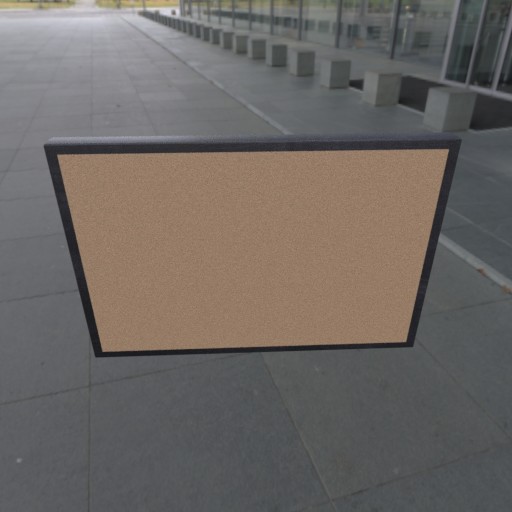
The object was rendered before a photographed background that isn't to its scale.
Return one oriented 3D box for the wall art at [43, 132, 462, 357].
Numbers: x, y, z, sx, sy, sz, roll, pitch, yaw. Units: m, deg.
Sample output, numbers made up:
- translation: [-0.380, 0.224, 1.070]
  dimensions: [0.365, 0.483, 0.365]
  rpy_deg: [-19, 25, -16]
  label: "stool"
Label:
- translation: [0.000, 0.000, 0.762]
  dimensions: [0.610, 0.409, 0.038]
  rpy_deg: [-1, 30, -2]
  label: "wall art"
